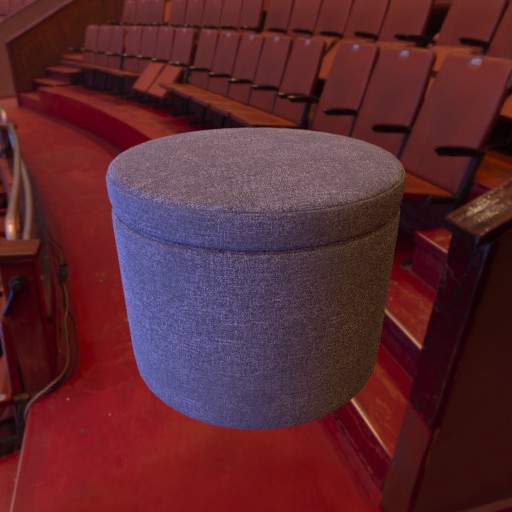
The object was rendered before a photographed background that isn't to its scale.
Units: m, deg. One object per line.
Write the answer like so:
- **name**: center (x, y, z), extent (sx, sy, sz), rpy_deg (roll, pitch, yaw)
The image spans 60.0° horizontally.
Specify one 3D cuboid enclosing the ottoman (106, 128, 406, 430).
- **ottoman**: center (0.000, 0.000, 0.852), extent (0.500, 0.419, 0.500), rpy_deg (0, 27, 0)
